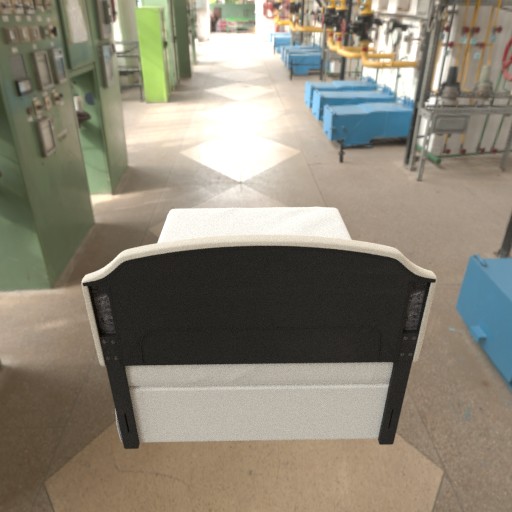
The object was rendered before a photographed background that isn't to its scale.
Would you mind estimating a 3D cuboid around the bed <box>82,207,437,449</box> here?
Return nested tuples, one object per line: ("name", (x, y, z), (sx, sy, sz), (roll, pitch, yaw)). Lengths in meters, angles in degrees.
("bed", (0.000, 0.000, 2.967), (1.558, 1.270, 1.999), (-1, 29, -1))
